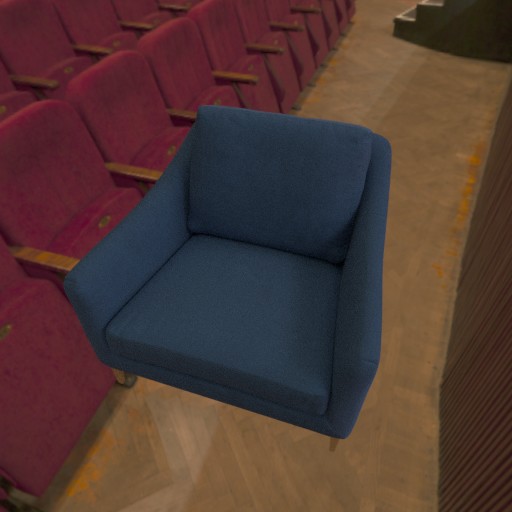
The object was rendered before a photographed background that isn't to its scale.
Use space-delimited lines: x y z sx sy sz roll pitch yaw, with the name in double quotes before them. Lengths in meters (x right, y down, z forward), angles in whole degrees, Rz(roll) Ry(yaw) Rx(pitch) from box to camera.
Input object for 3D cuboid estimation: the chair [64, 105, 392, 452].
"chair" 0.000 0.000 1.687 0.987 0.899 0.961 13 43 14
